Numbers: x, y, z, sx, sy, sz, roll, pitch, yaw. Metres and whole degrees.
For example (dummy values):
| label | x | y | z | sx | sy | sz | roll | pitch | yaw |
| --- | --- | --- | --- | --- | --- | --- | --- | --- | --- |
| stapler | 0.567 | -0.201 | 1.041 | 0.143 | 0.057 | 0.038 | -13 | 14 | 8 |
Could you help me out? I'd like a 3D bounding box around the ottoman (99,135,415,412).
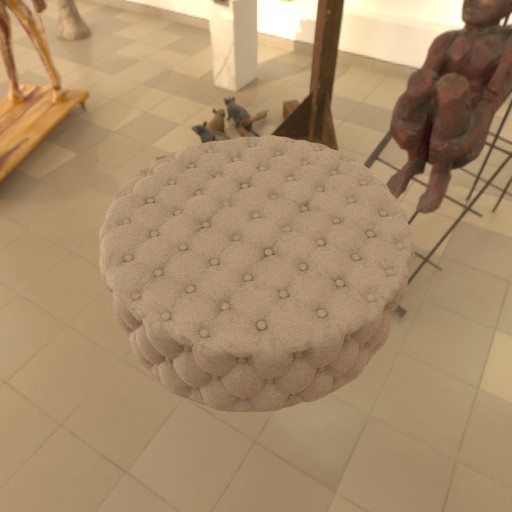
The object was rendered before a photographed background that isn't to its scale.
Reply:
| label | x | y | z | sx | sy | sz | roll | pitch | yaw |
| --- | --- | --- | --- | --- | --- | --- | --- | --- | --- |
| ottoman | 0.000 | 0.000 | 1.526 | 0.998 | 0.399 | 0.998 | 0 | 47 | 0 |
